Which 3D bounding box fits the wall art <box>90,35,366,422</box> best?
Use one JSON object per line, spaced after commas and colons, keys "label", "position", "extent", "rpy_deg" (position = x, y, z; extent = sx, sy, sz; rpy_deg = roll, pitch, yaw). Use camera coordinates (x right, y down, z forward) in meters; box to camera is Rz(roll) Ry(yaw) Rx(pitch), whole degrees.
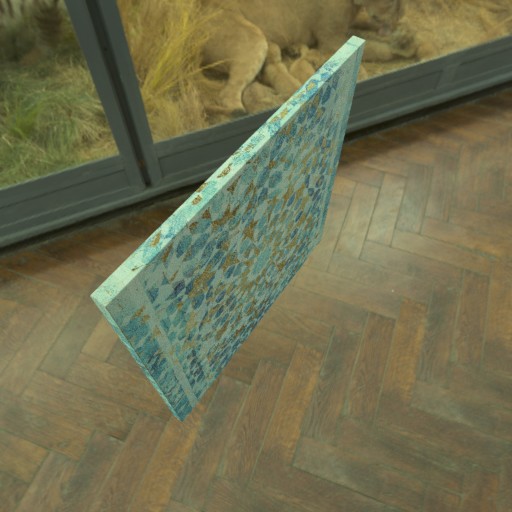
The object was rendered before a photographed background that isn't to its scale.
{"label": "wall art", "position": [0.000, 0.000, 1.326], "extent": [0.040, 0.916, 0.916], "rpy_deg": [31, 63, 18]}
